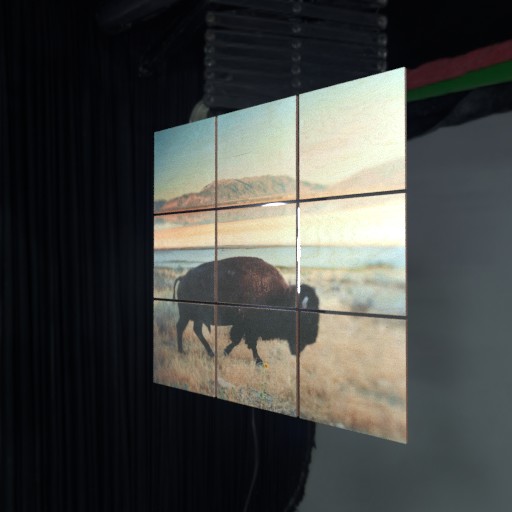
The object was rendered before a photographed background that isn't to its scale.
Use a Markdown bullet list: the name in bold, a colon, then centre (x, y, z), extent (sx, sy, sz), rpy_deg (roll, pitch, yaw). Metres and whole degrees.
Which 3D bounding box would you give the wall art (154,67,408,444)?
- **wall art**: centre (0.000, 0.000, 1.340), extent (0.906, 0.904, 0.018), rpy_deg (-1, -1, 37)
